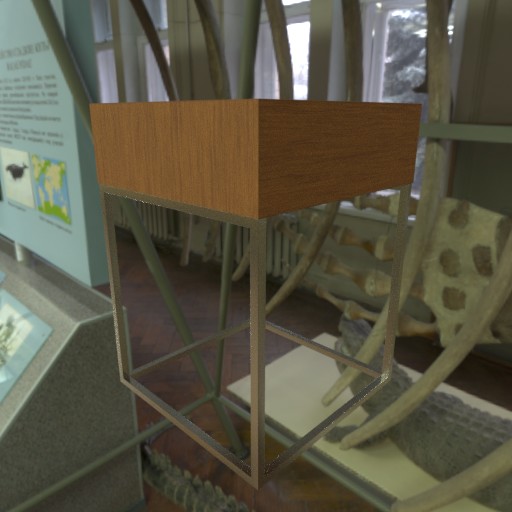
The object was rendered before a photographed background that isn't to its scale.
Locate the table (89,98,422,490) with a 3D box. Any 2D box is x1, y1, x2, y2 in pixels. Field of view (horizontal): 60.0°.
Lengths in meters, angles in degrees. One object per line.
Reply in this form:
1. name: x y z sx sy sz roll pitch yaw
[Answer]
1. table: 0.000 0.000 0.831 0.398 0.540 0.397 17 24 42
